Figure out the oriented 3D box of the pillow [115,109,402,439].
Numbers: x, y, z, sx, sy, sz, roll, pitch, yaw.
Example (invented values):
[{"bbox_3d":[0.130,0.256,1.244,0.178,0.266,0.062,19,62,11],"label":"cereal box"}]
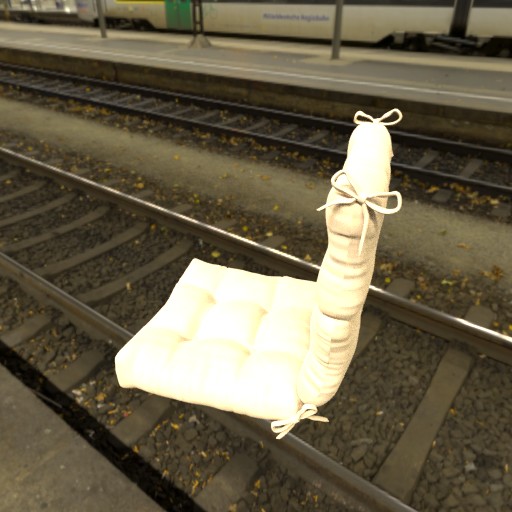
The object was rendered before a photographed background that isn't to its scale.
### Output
[{"bbox_3d":[0.000,0.000,1.034,0.571,0.605,0.519,8,32,14],"label":"pillow"}]
